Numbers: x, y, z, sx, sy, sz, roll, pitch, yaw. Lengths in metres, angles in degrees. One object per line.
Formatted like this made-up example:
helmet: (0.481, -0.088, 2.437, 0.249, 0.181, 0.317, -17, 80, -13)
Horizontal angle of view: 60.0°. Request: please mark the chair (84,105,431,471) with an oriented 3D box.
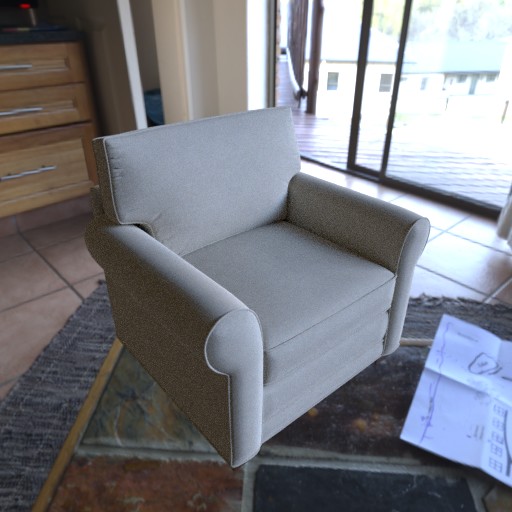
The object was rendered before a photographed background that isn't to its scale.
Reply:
chair: (0.000, 0.000, 1.702, 1.040, 0.955, 0.863, -23, 37, -34)
